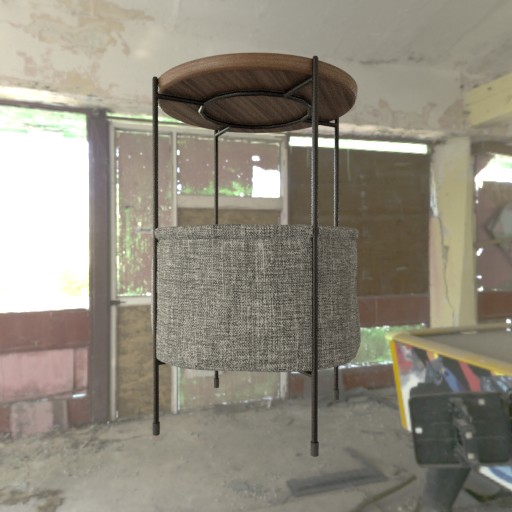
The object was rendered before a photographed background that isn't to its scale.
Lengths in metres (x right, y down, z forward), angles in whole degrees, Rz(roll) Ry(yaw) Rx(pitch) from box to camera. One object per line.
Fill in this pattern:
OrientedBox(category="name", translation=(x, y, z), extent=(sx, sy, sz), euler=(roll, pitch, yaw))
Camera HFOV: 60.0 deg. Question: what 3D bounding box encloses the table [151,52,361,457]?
OrientedBox(category="table", translation=(0.000, 0.000, 0.866), extent=(0.400, 0.623, 0.400), euler=(0, 1, 17))
